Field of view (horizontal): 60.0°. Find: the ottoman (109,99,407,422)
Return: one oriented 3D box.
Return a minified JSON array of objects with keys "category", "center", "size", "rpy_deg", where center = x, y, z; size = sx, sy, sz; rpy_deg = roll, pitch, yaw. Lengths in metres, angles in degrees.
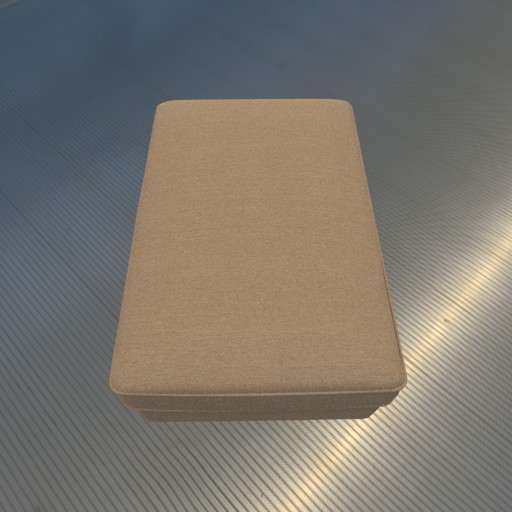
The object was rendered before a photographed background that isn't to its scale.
[{"category":"ottoman","center":[0.000,0.000,1.314],"size":[0.636,0.521,0.945],"rpy_deg":[-1,57,0]}]
